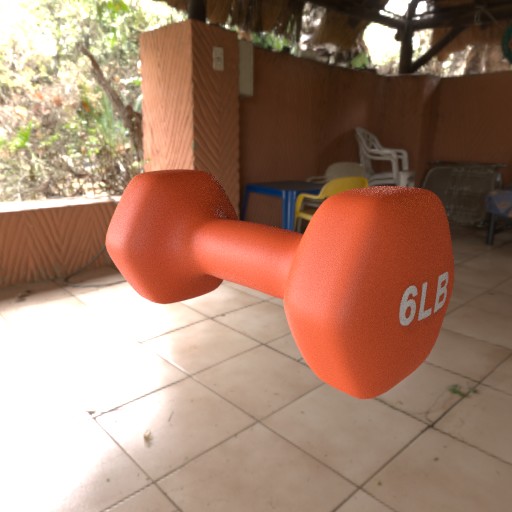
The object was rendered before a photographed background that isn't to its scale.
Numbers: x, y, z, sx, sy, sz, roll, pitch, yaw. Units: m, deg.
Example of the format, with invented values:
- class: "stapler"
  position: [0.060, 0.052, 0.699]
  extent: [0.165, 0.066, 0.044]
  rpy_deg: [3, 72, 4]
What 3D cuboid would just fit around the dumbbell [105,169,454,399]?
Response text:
- class: "dumbbell"
  position: [0.000, 0.000, 0.202]
  extent: [0.079, 0.071, 0.162]
  rpy_deg: [-14, 20, -42]
